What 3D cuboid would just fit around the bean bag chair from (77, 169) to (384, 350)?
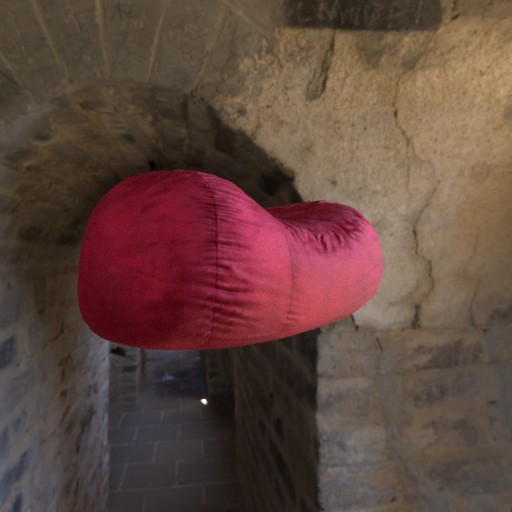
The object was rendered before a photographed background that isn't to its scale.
[{"bbox_3d":[0.000,0.000,2.833,1.216,0.867,2.293,0,1,35],"label":"bean bag chair"}]
